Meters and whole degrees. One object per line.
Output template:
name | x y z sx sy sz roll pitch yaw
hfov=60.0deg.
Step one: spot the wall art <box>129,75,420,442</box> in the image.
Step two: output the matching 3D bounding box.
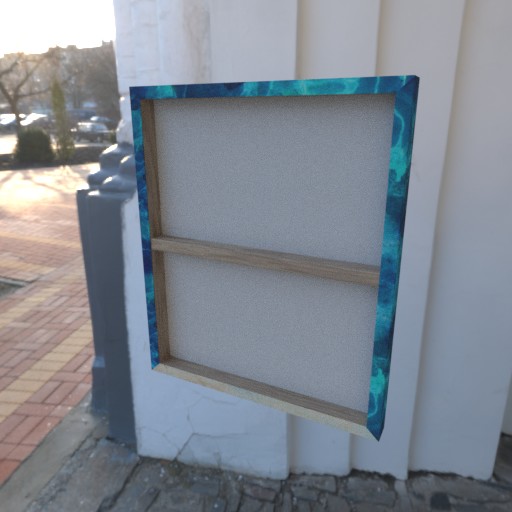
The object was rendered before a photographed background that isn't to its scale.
wall art | 0.000 0.000 0.696 0.432 0.508 0.038 9 19 26
